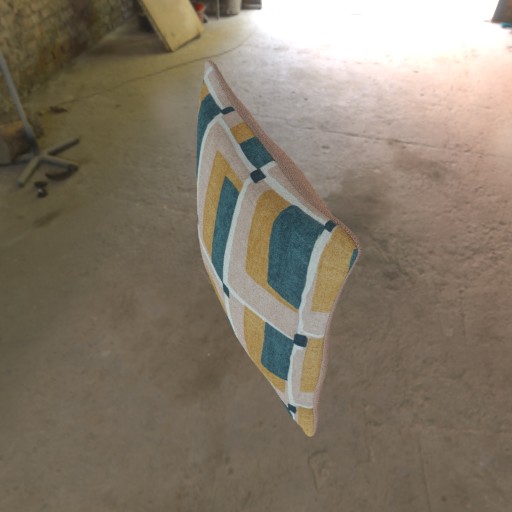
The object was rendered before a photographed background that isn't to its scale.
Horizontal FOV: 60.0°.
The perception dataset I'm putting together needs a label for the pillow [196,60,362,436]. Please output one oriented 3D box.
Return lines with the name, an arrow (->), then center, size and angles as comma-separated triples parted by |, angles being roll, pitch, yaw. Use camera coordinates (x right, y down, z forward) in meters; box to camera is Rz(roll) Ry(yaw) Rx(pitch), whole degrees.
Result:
pillow -> 0.000, 0.000, 0.754 | 0.158, 0.479, 0.478 | -16, 48, -15
